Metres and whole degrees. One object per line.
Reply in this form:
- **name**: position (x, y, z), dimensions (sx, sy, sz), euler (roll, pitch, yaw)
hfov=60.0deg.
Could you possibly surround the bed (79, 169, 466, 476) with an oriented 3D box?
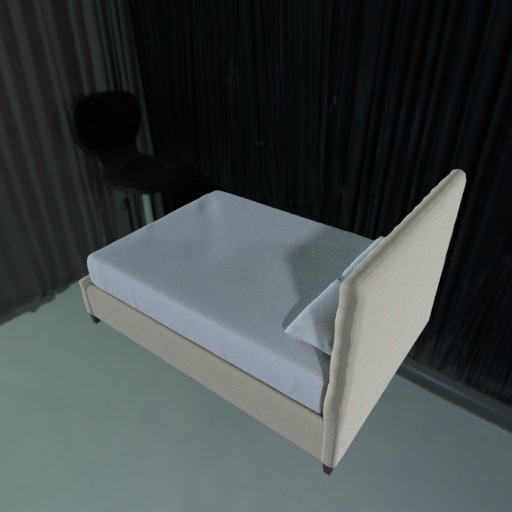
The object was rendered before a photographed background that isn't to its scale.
- **bed**: position (0.000, 0.000, 3.432), dimensions (2.387, 1.427, 1.698), euler (22, 39, 30)
